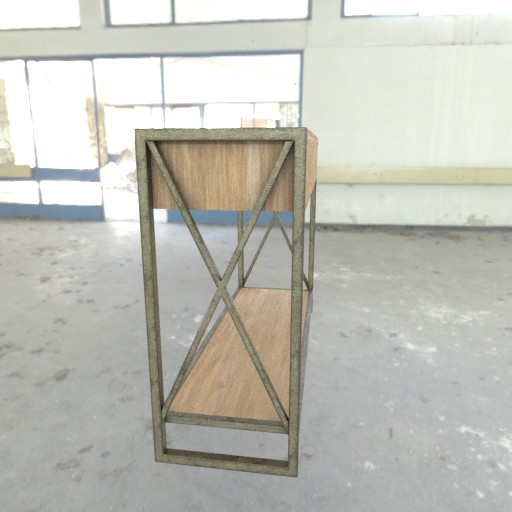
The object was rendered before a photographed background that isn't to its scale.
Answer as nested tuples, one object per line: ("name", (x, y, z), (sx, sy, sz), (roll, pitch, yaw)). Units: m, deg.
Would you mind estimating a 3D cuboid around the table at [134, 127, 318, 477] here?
("table", (0.000, 0.000, 1.446), (0.361, 0.763, 1.059), (2, 14, 9))
